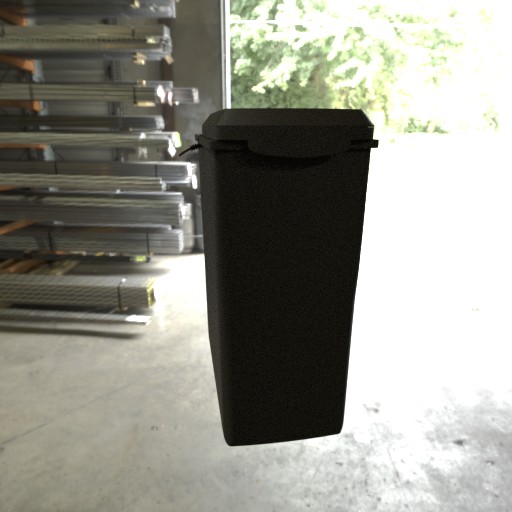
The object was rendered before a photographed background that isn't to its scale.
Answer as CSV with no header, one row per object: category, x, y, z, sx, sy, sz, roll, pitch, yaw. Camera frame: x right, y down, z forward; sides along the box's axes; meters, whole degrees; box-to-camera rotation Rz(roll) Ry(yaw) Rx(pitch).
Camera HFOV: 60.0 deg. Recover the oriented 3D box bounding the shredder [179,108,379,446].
shredder,0.000,0.000,0.530,0.170,0.335,0.320,-3,17,-9
